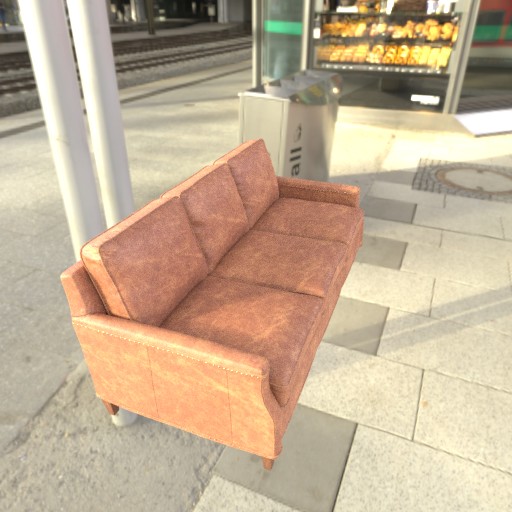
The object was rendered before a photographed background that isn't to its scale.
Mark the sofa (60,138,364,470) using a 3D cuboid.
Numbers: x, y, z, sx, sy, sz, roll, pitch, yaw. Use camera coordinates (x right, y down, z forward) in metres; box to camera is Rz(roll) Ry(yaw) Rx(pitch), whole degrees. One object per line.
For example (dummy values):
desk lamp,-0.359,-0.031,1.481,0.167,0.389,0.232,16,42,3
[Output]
sofa,0.000,0.000,2.864,1.084,1.003,2.246,11,31,19
